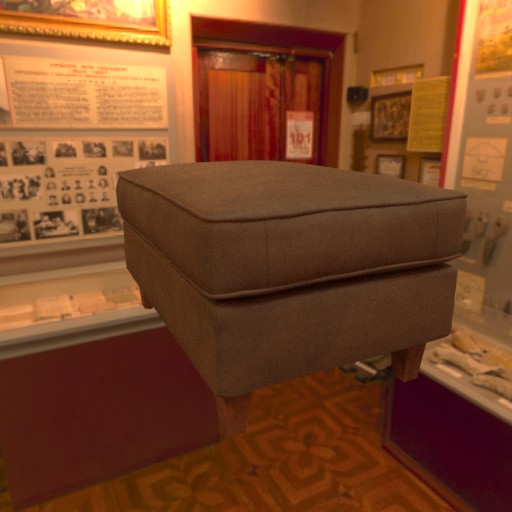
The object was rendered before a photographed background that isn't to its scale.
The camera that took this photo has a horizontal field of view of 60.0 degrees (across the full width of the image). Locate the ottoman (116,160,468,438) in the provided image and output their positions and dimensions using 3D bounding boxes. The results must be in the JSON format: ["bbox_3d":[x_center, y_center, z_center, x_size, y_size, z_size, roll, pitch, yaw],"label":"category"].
[{"bbox_3d":[0.000,0.000,1.191,0.596,0.481,0.860,-8,18,-25],"label":"ottoman"}]
